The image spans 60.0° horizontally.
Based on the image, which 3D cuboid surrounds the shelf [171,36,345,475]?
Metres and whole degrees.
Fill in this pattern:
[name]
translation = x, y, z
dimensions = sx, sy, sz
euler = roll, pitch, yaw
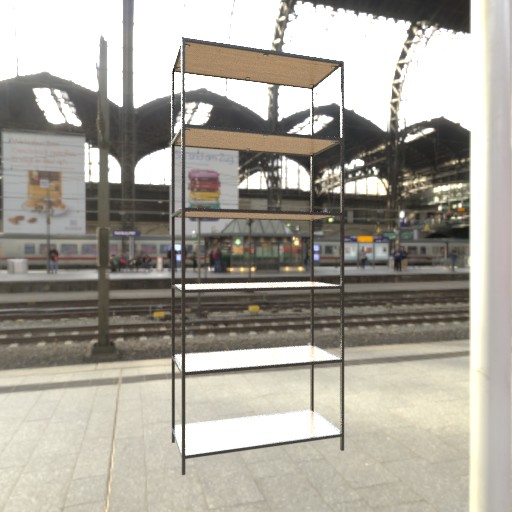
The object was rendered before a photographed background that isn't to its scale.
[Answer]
[shelf]
translation = 0.000, 0.000, 2.153
dimensions = 0.770, 1.850, 0.350
euler = 0, 0, -18
